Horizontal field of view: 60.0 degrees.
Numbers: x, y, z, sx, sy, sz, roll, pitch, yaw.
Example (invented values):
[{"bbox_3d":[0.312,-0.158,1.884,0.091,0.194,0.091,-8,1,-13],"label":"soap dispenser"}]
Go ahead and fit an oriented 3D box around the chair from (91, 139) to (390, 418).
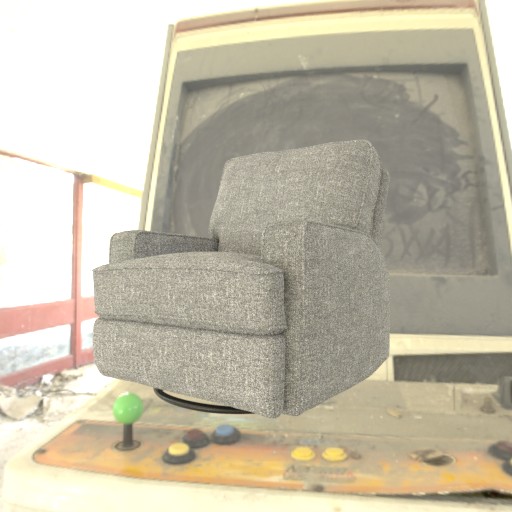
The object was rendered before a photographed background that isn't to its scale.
[{"bbox_3d":[0.000,0.000,1.714,0.861,0.962,0.964,-1,-1,35],"label":"chair"}]
